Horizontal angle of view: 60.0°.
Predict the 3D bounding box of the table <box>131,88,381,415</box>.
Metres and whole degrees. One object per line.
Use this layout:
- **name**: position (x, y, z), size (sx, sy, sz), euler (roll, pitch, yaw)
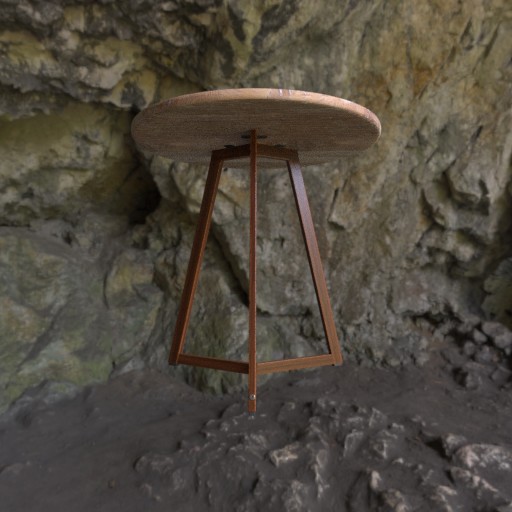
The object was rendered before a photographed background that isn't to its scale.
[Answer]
- **table**: position (0.000, 0.000, 0.916), size (0.500, 0.500, 0.500), euler (0, -1, 0)
